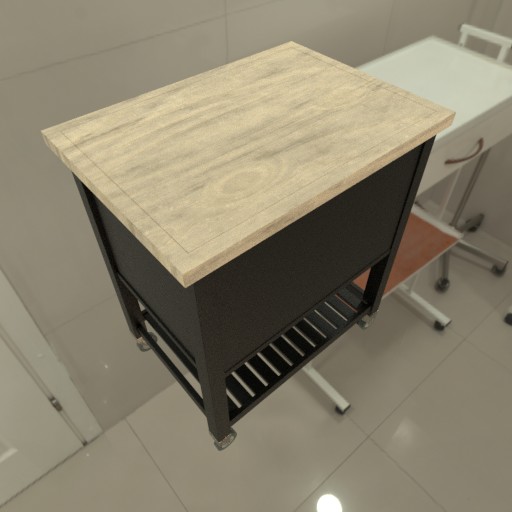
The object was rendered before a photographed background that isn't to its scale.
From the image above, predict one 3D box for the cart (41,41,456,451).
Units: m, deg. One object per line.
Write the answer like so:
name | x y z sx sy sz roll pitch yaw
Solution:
cart | 0.000 0.000 1.366 0.797 0.920 0.567 -32 54 -27
